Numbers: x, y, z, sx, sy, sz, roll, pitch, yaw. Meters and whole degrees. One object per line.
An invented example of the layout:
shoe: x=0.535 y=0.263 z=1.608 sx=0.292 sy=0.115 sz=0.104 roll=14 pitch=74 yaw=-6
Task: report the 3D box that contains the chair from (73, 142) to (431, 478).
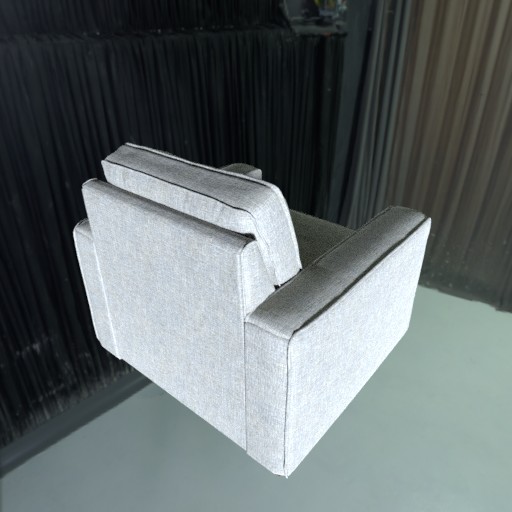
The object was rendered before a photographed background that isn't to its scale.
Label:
chair: x=0.000 y=0.000 z=1.712 sx=1.016 sy=0.914 sz=0.940 roll=23 pitch=37 yaw=33
